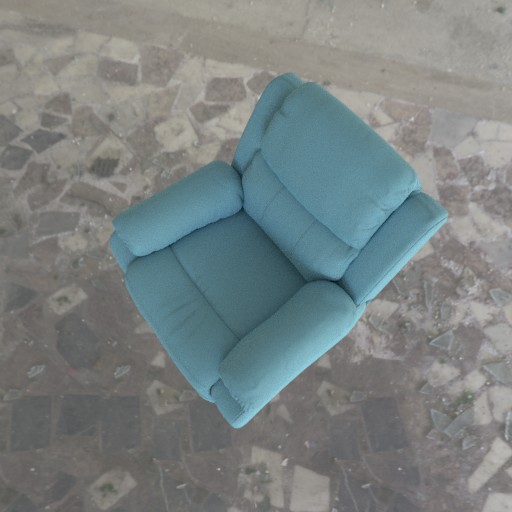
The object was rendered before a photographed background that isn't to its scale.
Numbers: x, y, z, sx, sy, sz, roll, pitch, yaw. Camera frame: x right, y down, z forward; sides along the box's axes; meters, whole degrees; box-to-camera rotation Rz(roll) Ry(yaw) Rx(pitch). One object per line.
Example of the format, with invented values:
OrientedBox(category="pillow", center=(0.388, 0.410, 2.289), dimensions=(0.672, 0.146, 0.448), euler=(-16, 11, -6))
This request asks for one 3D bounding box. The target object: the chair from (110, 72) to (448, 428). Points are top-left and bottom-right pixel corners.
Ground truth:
OrientedBox(category="chair", center=(0.000, 0.000, 1.280), dimensions=(0.709, 0.702, 0.680), euler=(-34, 69, -15))
